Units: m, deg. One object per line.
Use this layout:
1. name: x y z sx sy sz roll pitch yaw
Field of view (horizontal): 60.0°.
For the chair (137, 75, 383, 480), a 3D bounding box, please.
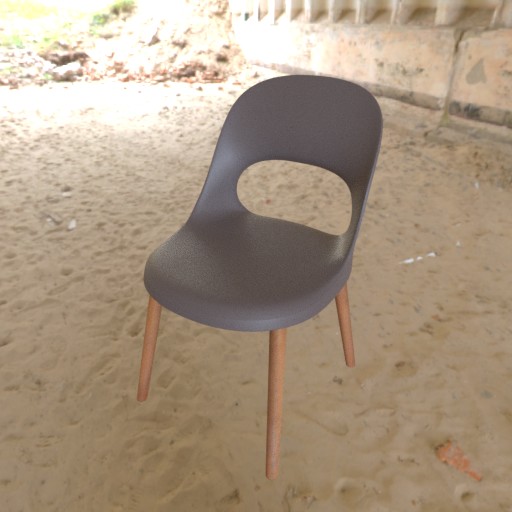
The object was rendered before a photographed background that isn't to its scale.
1. chair: 0.000 0.000 1.115 0.470 0.794 0.556 18 33 29
